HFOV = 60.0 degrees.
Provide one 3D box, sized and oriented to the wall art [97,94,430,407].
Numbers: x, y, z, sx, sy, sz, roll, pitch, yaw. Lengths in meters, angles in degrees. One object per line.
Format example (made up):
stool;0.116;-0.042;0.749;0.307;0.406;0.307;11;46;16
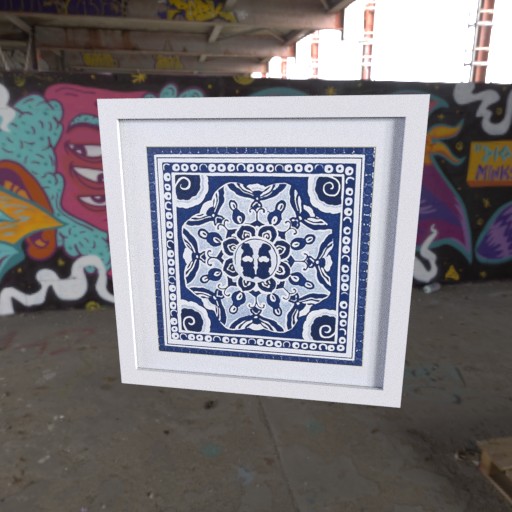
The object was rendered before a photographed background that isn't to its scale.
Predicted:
wall art;0.000;0.000;0.526;0.355;0.355;0.027;2;15;9
